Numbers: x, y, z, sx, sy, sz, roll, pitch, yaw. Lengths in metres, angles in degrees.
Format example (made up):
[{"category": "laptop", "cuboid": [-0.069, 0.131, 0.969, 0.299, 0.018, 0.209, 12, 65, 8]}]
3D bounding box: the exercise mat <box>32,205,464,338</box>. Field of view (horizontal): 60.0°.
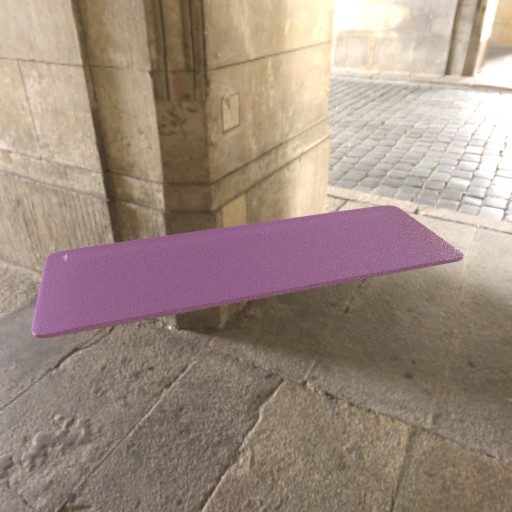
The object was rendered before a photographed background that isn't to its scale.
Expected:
[{"category": "exercise mat", "cuboid": [0.000, 0.000, 2.059, 1.869, 0.021, 0.616, -9, 32, -15]}]
